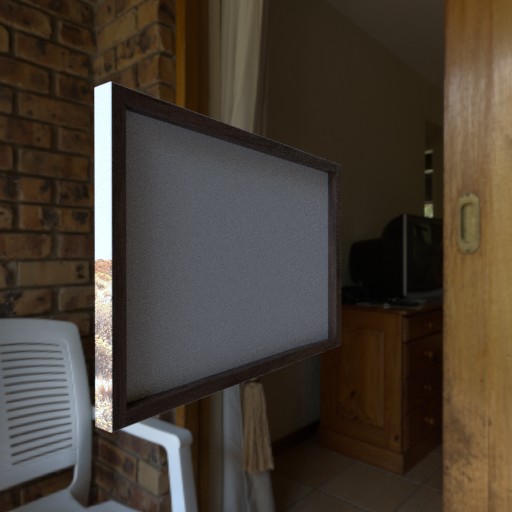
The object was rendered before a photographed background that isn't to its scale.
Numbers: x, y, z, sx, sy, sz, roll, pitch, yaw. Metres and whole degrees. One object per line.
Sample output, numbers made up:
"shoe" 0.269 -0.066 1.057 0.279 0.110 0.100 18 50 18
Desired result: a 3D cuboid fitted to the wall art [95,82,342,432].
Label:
"wall art" 0.000 0.000 1.151 0.050 0.610 0.914 0 1 36
